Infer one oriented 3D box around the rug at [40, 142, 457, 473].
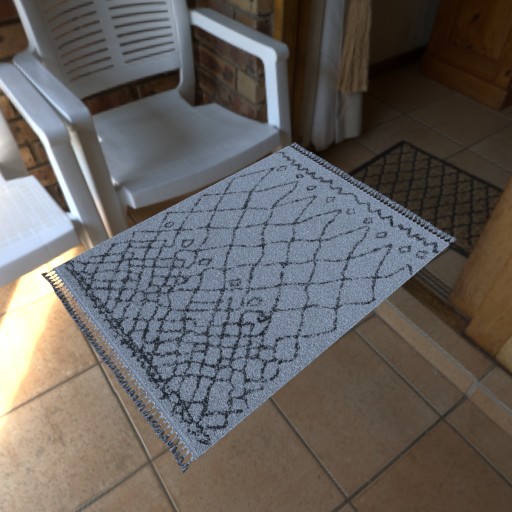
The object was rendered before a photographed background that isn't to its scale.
[{"bbox_3d":[0.000,0.000,2.984,2.312,0.017,1.613,-33,55,-27],"label":"rug"}]
